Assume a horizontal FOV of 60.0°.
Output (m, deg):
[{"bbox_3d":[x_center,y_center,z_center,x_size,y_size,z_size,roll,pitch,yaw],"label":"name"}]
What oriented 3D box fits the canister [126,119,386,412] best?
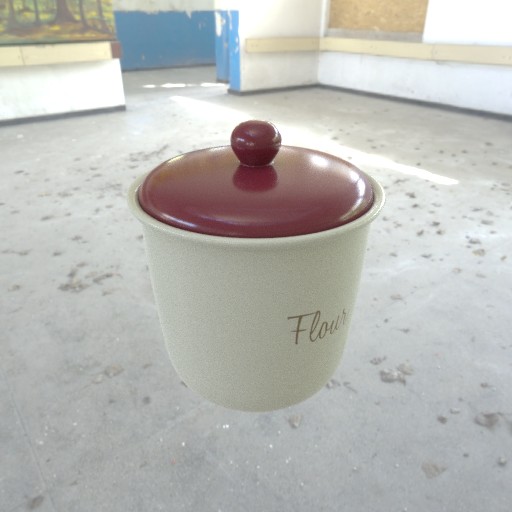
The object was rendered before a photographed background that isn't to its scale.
[{"bbox_3d":[0.000,0.000,0.348,0.182,0.208,0.182,0,29,0],"label":"canister"}]
